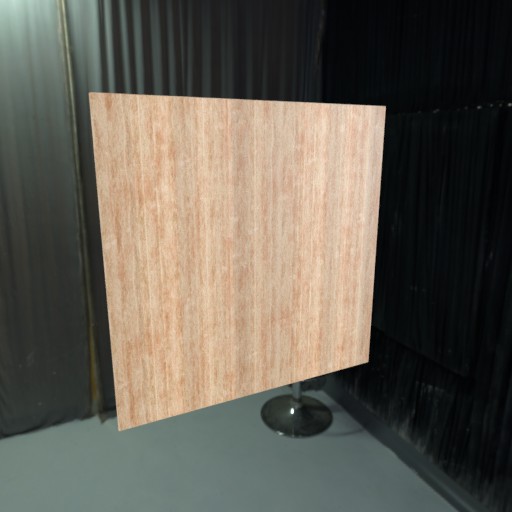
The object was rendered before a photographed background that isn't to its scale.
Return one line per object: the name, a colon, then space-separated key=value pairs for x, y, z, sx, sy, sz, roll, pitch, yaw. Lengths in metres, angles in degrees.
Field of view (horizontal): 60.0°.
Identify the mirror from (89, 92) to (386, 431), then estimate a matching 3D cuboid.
mirror: x=0.000 y=0.000 z=0.984 sx=0.651 sy=0.651 sz=0.047 roll=-7 pitch=16 yaw=-26
